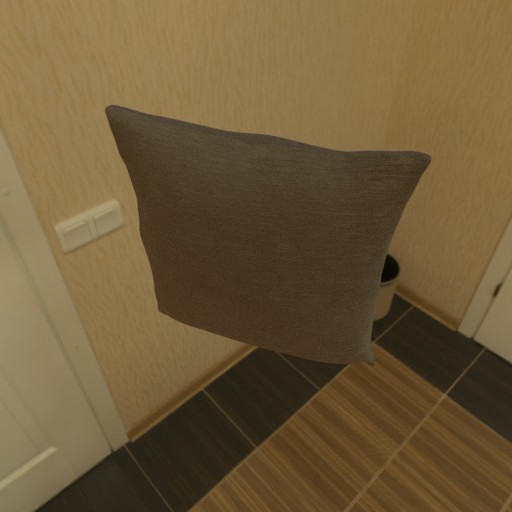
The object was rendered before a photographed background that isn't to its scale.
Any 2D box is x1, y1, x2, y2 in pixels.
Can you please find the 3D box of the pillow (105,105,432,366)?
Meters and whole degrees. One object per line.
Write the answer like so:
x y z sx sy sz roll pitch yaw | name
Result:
0.000 0.000 0.720 0.452 0.439 0.204 13 44 14 | pillow
